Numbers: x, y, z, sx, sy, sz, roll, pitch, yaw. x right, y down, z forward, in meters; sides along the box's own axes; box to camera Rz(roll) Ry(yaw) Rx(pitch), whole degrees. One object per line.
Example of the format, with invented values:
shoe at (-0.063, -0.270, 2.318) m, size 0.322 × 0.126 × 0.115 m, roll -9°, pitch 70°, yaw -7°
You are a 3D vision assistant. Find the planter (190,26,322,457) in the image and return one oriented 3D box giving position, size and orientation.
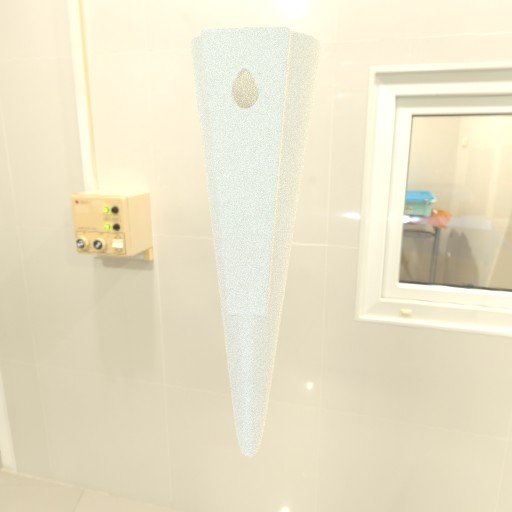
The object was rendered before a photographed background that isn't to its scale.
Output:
planter at (0.000, 0.000, 0.220) m, size 0.057 × 0.193 × 0.064 m, roll 2°, pitch 15°, yaw 7°
